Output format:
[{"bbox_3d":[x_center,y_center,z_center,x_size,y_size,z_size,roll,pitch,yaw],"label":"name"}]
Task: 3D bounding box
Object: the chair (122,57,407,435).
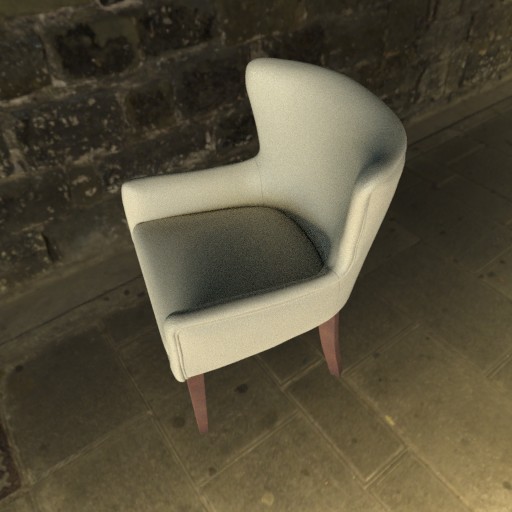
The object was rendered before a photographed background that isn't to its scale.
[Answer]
[{"bbox_3d":[0.000,0.000,1.379,0.686,0.952,0.660,-16,47,-15],"label":"chair"}]
